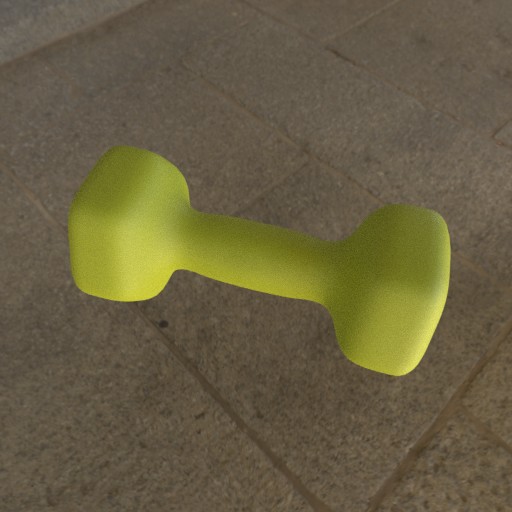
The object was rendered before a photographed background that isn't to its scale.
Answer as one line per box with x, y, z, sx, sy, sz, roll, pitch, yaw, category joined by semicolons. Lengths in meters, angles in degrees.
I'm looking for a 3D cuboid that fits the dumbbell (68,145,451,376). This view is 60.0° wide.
0.000;0.000;0.208;0.164;0.072;0.080;14;58;9;dumbbell
